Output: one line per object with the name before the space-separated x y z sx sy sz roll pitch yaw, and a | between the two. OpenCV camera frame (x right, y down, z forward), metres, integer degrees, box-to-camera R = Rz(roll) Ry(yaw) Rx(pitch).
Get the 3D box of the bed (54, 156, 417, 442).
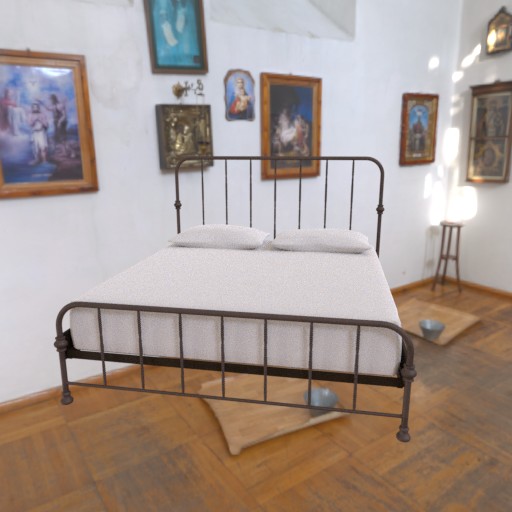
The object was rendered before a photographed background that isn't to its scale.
bed | 0.000 0.000 3.351 2.044 1.446 2.134 2 14 10
